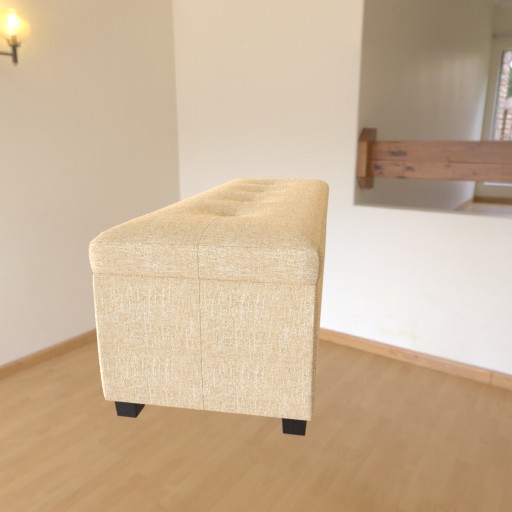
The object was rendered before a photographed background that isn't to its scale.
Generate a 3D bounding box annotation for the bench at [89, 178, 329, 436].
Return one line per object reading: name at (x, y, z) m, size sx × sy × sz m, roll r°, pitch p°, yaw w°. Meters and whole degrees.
bench at (0.000, 0.000, 1.395) m, size 0.432 × 0.406 × 1.219 m, roll 2°, pitch 15°, yaw 9°
